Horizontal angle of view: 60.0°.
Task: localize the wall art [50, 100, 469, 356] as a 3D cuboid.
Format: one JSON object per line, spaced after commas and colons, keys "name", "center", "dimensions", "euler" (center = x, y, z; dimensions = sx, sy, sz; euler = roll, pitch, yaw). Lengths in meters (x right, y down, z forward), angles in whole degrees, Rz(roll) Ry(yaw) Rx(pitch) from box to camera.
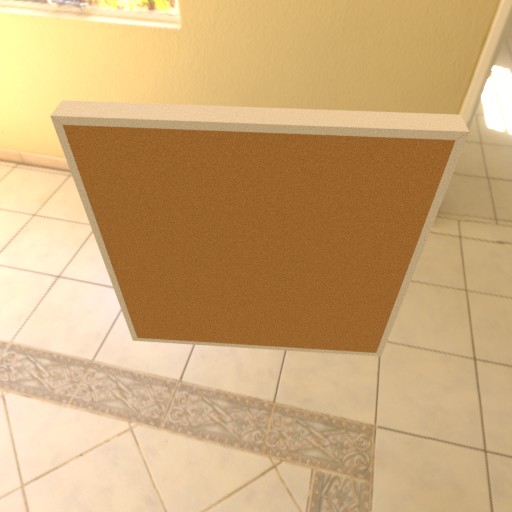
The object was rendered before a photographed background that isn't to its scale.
{"name": "wall art", "center": [0.000, 0.000, 0.440], "dimensions": [0.304, 0.304, 0.024], "euler": [3, 47, 3]}
